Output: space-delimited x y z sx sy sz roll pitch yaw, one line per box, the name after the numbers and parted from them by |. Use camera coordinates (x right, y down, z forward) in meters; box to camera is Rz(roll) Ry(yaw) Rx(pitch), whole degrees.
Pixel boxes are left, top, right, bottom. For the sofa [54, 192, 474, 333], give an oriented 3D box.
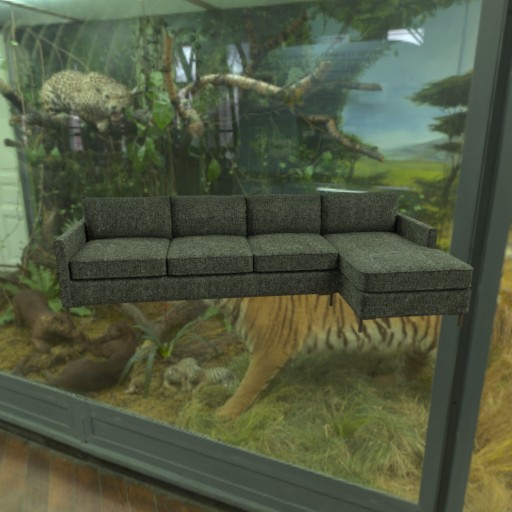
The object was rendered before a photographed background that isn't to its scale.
0.000 0.000 4.058 3.384 0.970 1.488 -2 16 -7 | sofa
